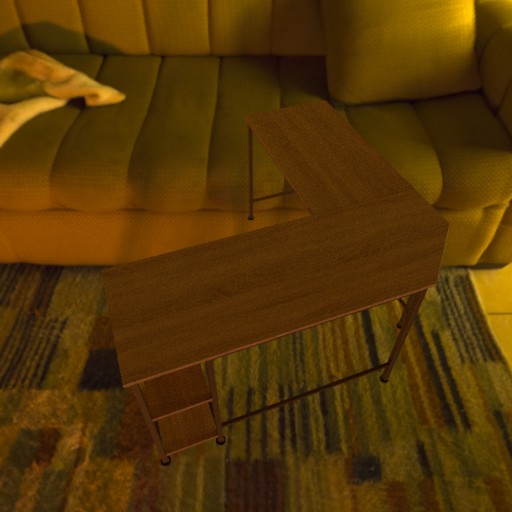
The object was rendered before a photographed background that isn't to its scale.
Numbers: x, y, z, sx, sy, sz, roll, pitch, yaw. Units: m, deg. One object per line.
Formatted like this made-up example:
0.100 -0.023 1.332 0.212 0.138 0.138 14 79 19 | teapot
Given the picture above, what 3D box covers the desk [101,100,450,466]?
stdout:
0.000 0.000 2.212 1.379 0.739 1.379 -15 48 -14 | desk
